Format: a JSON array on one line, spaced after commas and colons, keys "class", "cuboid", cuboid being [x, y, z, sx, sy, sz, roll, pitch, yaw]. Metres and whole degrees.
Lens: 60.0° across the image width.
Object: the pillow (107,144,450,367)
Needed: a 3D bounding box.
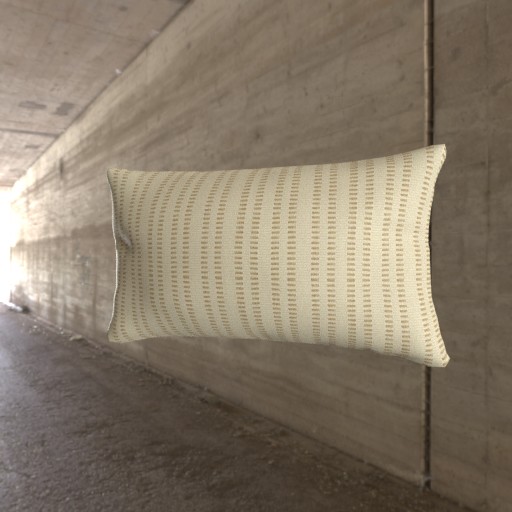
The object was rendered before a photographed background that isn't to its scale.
[{"class": "pillow", "cuboid": [0.000, 0.000, 0.790, 0.640, 0.353, 0.210, 0, 0, 18]}]
